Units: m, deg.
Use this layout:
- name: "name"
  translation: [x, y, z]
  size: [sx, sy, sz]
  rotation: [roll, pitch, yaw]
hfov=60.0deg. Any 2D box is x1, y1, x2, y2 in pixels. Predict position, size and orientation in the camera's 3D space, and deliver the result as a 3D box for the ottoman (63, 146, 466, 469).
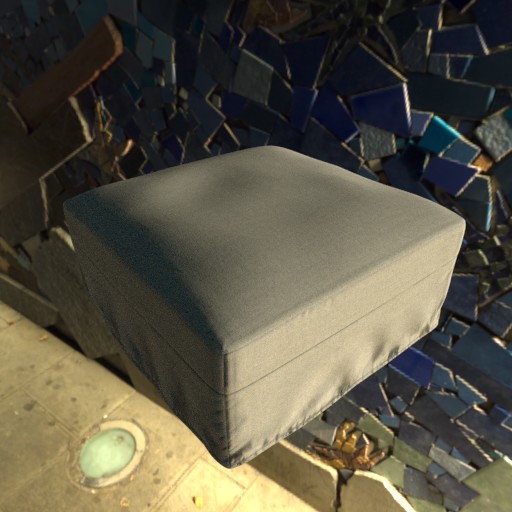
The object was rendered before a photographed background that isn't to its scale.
- name: "ottoman"
  translation: [0.000, 0.000, 1.332]
  size: [0.840, 0.436, 0.843]
  rotation: [-23, 38, -32]
